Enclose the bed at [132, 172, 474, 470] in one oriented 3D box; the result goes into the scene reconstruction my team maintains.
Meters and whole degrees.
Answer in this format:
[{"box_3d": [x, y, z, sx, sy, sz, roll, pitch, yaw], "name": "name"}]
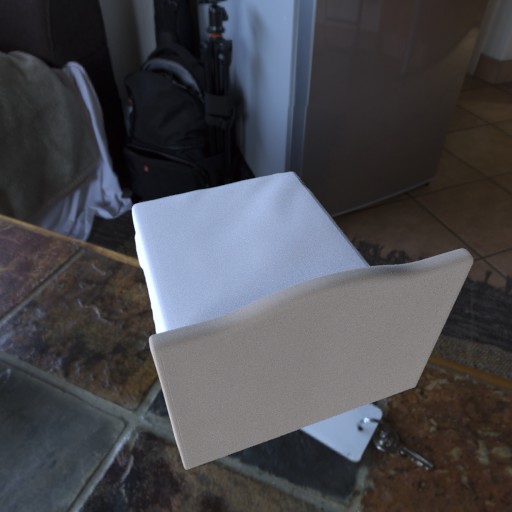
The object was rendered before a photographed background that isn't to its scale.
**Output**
[{"box_3d": [0.000, 0.000, 3.175, 1.678, 1.398, 2.052, -14, 45, -15], "name": "bed"}]
